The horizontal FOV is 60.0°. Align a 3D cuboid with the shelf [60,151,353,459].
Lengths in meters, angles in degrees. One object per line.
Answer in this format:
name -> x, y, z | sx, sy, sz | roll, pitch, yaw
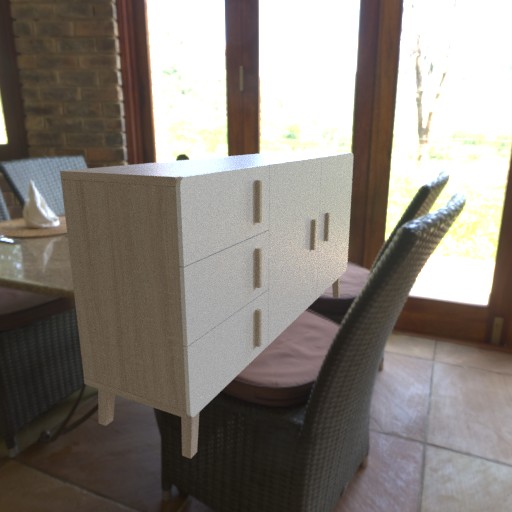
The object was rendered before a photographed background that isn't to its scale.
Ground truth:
shelf -> 0.000, 0.000, 1.819 | 0.400, 0.780, 1.490 | 8, 17, 26
